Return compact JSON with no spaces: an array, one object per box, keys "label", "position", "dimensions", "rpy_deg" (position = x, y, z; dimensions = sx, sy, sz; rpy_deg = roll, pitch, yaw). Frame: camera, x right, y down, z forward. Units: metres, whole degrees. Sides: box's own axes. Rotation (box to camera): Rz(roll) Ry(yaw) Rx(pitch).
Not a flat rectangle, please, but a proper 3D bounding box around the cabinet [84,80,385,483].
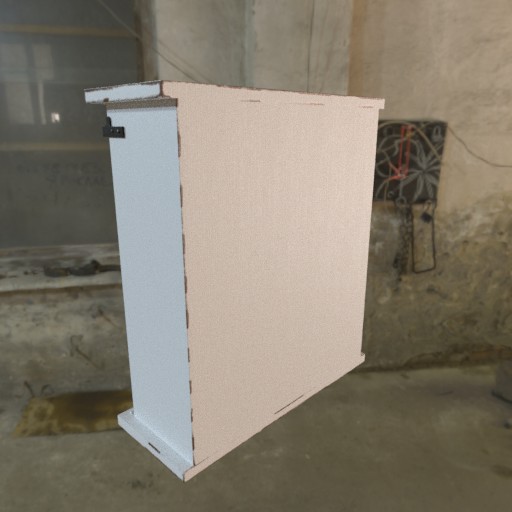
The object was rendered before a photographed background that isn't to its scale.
[{"label":"cabinet","position":[0.000,0.000,0.880],"dimensions":[0.210,0.603,0.541],"rpy_deg":[16,22,42]}]
